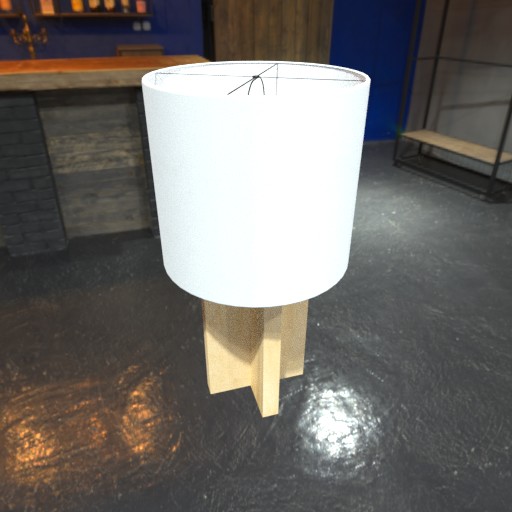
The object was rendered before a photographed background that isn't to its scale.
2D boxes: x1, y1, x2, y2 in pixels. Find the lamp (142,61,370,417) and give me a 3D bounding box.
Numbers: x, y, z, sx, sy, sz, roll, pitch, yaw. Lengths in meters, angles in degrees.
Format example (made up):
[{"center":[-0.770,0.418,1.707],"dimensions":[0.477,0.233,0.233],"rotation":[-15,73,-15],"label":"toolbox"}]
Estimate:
[{"center":[0.000,0.000,0.560],"dimensions":[0.229,0.428,0.229],"rotation":[-8,31,-14],"label":"lamp"}]
